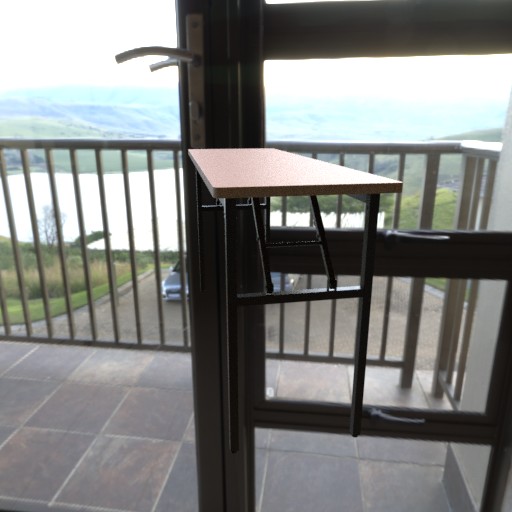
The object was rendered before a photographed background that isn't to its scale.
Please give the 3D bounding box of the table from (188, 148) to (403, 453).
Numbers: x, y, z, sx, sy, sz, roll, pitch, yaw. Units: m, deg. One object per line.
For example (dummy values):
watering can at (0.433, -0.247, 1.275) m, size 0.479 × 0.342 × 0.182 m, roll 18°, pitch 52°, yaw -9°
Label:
table at (0.000, 0.000, 1.760) m, size 0.447 × 0.750 × 1.397 m, roll -3°, pitch 17°, yaw -10°
